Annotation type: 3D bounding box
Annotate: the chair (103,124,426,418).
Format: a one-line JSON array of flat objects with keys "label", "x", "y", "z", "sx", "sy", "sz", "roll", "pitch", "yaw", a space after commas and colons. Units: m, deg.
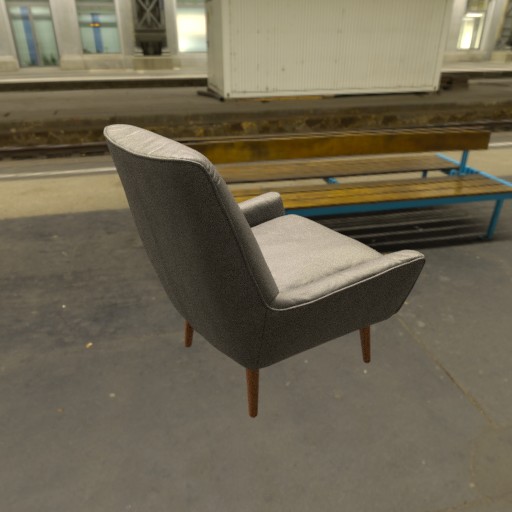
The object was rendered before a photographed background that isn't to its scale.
[{"label": "chair", "x": 0.000, "y": 0.000, "z": 1.499, "sx": 0.822, "sy": 0.888, "sz": 0.787, "roll": -18, "pitch": 32, "yaw": -32}]
